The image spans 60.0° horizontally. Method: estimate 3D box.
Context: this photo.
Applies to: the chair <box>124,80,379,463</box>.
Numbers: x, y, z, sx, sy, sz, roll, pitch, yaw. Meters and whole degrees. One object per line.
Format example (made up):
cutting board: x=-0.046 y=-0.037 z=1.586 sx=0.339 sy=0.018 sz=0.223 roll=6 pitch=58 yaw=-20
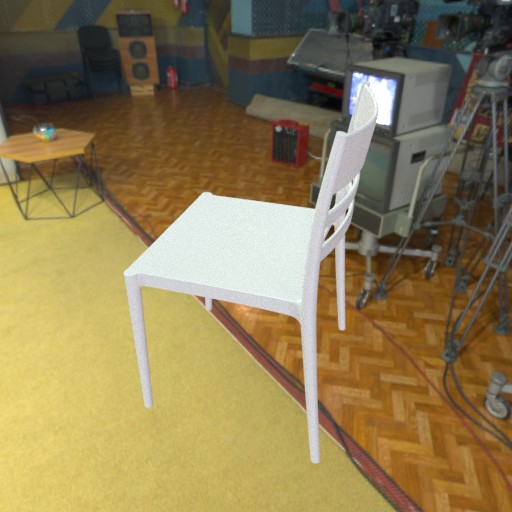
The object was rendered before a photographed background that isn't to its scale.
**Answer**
chair: x=0.000 y=0.000 z=1.145 sx=0.511 sy=0.800 sz=0.531 roll=9 pitch=33 yaw=14
